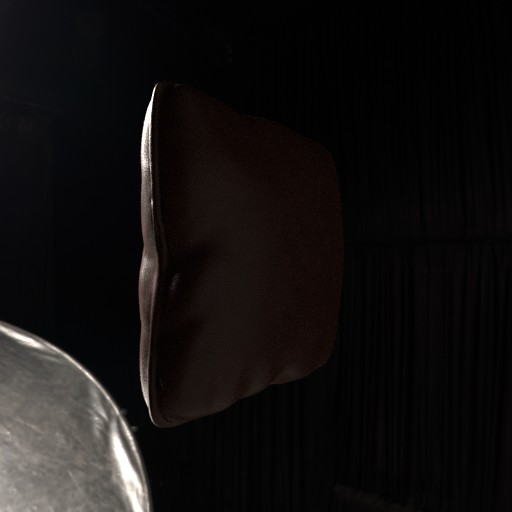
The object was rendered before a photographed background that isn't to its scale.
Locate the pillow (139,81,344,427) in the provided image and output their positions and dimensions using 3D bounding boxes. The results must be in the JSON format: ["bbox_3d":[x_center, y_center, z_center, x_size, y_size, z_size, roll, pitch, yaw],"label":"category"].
[{"bbox_3d":[0.000,0.000,0.845,0.236,0.523,0.532,0,0,36],"label":"pillow"}]
